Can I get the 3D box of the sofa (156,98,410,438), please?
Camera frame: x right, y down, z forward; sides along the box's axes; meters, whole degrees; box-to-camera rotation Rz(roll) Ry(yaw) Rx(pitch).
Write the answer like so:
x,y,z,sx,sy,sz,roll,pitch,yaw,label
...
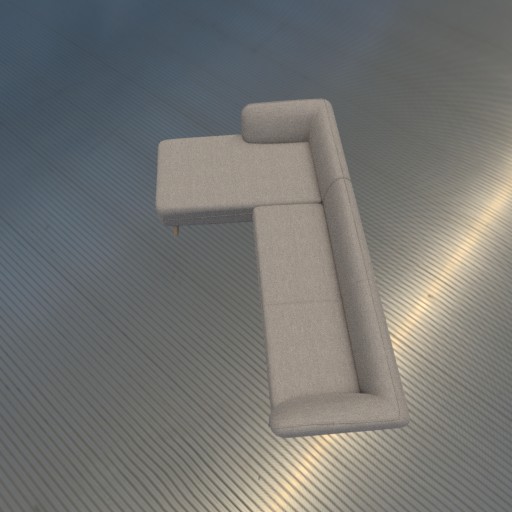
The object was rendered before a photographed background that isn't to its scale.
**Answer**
x,y,z,sx,sy,sz,roll,pitch,yaw,label
0.000,0.000,3.330,1.532,0.693,2.653,-4,59,-2,sofa
